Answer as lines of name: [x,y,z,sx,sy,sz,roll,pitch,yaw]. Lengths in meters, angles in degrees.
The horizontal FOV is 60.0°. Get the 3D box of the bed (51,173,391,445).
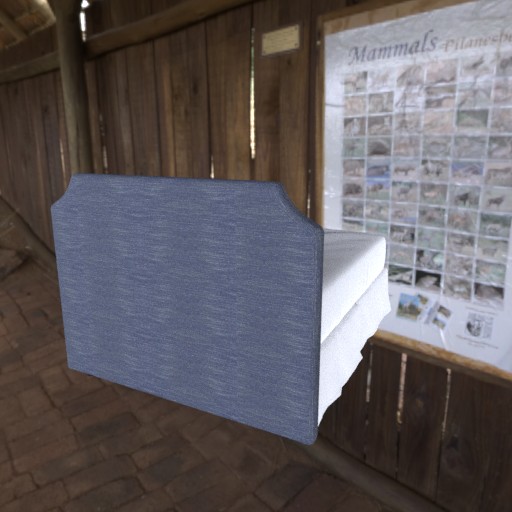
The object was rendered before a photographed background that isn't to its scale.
bed: [0.000,0.000,3.267,1.693,1.290,2.116,7,16,26]
